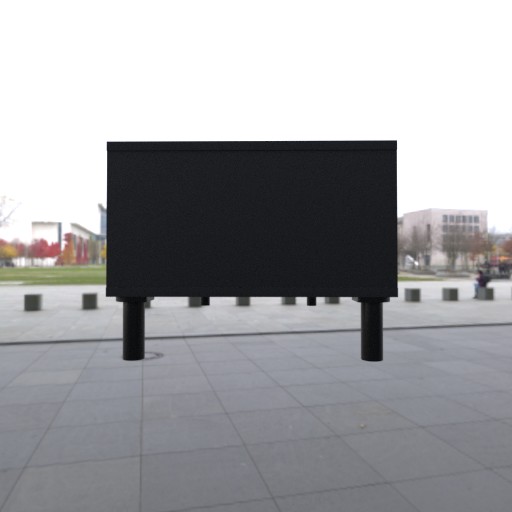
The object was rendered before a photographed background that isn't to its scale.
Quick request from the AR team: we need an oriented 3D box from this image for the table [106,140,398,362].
[{"bbox_3d":[0.000,0.000,1.345,0.550,0.400,1.100,0,-1,1],"label":"table"}]
